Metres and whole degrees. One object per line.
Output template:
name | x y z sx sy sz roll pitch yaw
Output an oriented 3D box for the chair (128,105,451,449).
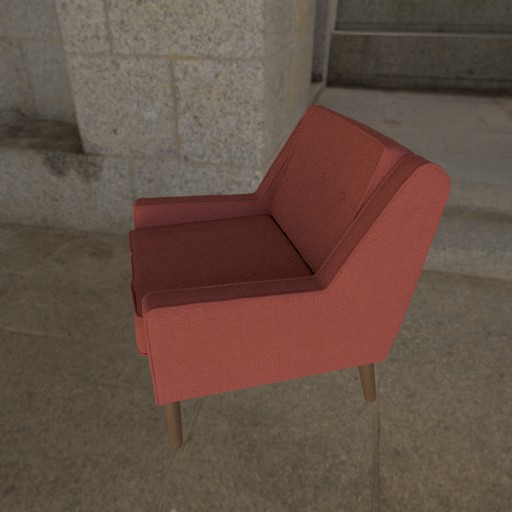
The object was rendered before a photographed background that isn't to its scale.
chair | 0.000 0.000 1.387 0.770 0.812 0.680 -8 31 -14
